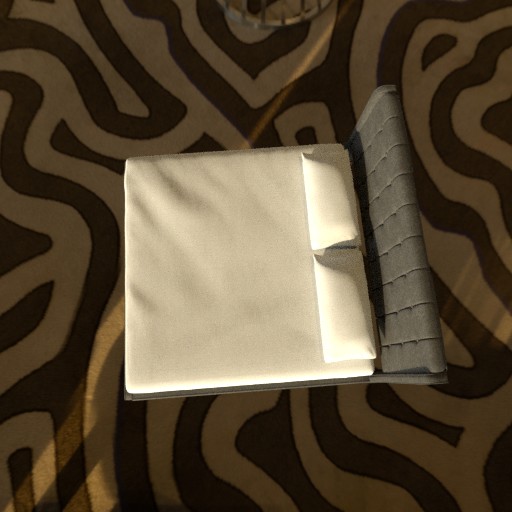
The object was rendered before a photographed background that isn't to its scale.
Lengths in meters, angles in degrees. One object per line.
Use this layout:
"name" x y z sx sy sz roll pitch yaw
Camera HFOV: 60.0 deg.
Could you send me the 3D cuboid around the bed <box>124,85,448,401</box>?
"bed" 0.000 0.000 2.596 1.638 0.933 1.531 -4 75 -1
